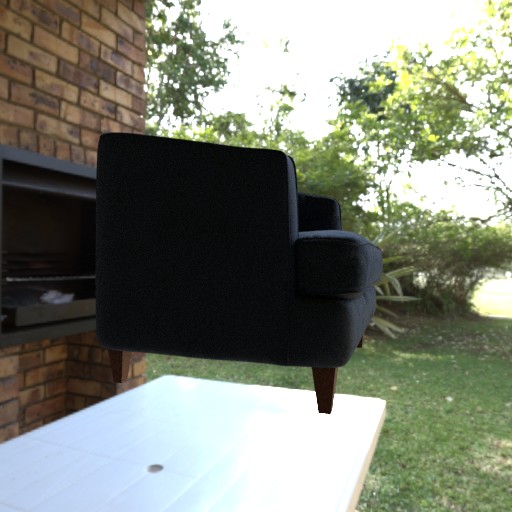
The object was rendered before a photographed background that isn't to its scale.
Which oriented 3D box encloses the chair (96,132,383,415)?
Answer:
[{"bbox_3d":[0.000,0.000,1.756,0.940,0.852,1.094,0,-1,18],"label":"chair"}]
